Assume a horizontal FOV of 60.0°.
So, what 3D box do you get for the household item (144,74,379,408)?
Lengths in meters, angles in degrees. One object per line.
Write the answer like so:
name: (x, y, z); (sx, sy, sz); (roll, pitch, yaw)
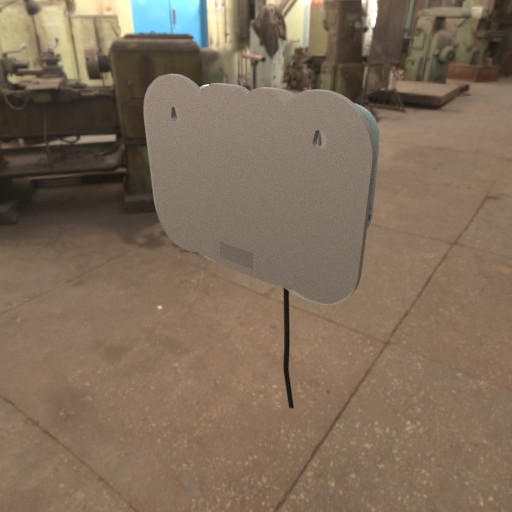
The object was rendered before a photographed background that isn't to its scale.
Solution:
household item: (0.000, 0.000, 0.393); (0.211, 0.294, 0.042); (20, 34, 32)
